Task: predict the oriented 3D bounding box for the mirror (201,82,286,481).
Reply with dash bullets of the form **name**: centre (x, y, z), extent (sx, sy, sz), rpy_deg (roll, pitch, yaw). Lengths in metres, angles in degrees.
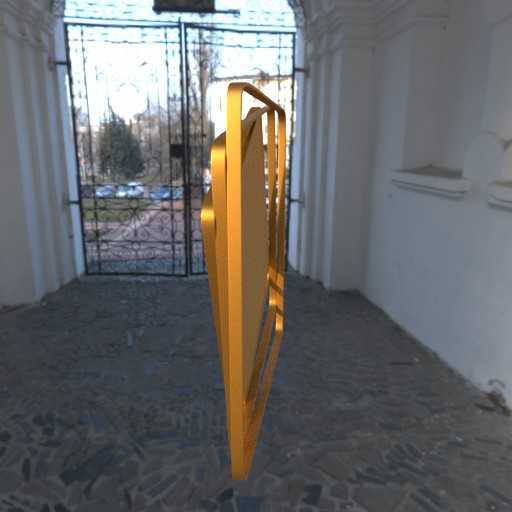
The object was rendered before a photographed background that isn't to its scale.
- **mirror**: centre (0.000, 0.000, 0.694), extent (0.045, 0.468, 0.470), rpy_deg (2, 14, 9)
